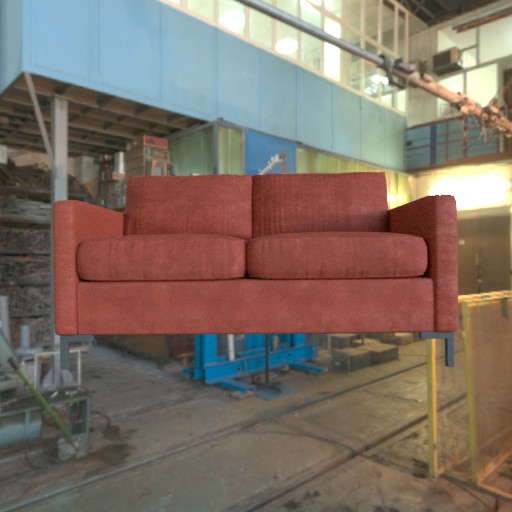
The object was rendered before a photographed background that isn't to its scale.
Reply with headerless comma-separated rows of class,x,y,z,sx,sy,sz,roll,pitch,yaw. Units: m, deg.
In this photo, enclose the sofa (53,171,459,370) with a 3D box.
sofa,0.000,0.000,2.106,1.574,0.896,0.864,0,0,1
